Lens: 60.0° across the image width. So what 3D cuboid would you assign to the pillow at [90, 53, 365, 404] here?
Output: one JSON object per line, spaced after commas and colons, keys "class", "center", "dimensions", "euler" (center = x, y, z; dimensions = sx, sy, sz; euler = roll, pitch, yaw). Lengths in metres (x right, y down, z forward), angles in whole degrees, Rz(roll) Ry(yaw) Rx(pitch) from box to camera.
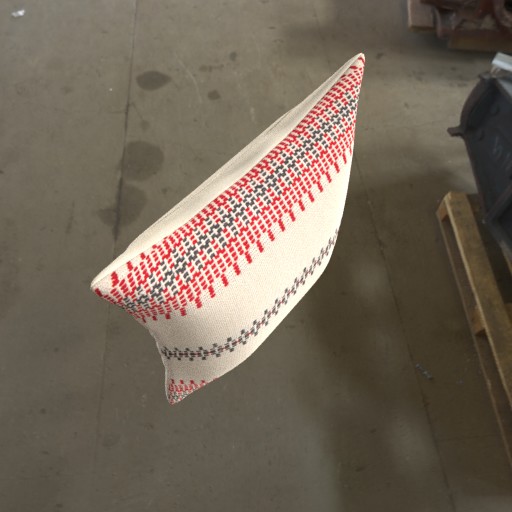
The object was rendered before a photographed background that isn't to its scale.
{"class": "pillow", "center": [0.000, 0.000, 0.694], "dimensions": [0.160, 0.454, 0.463], "euler": [36, 65, 20]}
